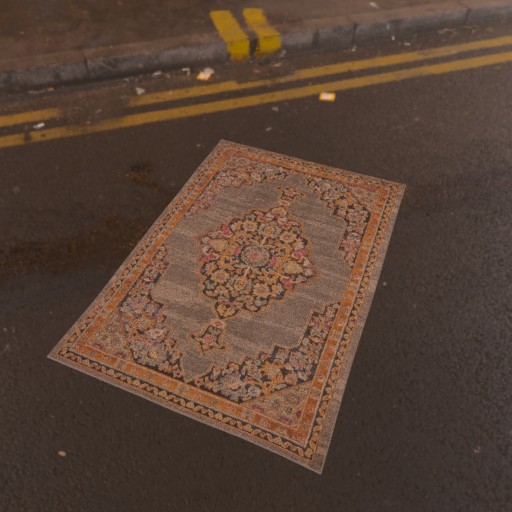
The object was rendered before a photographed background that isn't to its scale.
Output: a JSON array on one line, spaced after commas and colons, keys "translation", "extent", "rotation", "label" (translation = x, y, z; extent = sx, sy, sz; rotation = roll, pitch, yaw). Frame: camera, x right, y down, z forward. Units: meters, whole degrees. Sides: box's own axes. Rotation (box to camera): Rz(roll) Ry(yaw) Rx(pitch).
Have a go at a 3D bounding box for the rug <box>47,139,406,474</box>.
[{"translation": [0.000, 0.000, 3.786], "extent": [2.043, 0.026, 2.901], "rotation": [17, 51, 15], "label": "rug"}]
